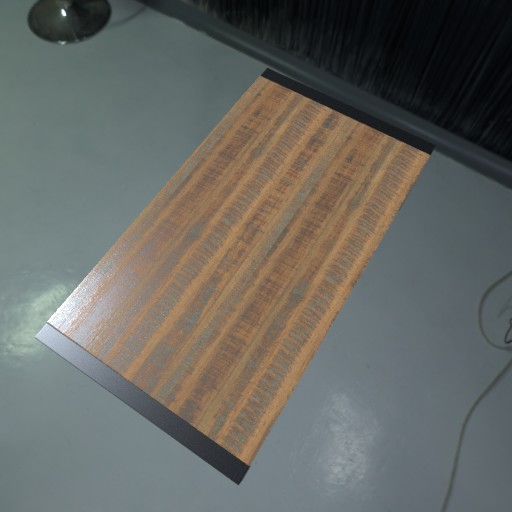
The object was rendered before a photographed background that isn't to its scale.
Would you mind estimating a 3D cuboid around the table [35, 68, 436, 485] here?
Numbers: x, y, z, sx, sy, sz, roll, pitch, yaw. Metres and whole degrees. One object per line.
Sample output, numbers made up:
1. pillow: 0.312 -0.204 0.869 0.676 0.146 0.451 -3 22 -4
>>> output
1. table: 0.000 0.000 1.692 0.750 0.400 1.350 30 68 13
